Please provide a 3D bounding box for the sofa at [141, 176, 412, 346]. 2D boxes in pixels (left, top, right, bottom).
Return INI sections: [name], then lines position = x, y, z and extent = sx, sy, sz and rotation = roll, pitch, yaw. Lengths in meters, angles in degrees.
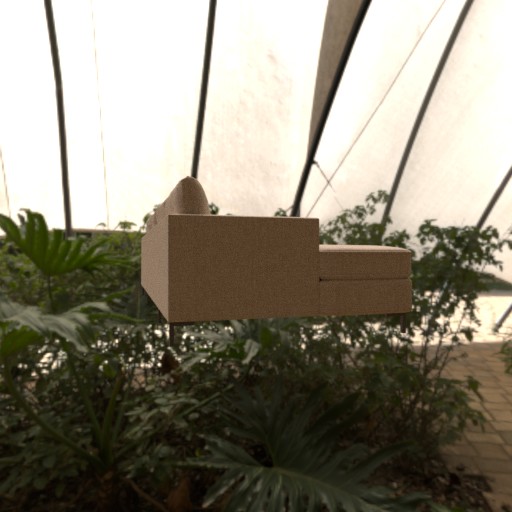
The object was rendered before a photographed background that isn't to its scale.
[sofa]
position = 0.000, 0.000, 4.311
extent = 2.021, 0.996, 3.423
rotation = 0, 0, -17
